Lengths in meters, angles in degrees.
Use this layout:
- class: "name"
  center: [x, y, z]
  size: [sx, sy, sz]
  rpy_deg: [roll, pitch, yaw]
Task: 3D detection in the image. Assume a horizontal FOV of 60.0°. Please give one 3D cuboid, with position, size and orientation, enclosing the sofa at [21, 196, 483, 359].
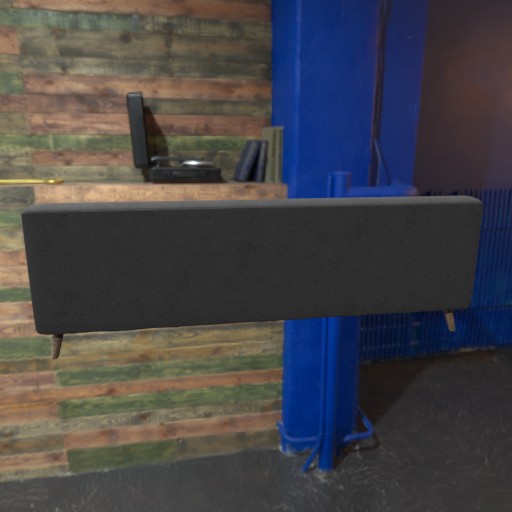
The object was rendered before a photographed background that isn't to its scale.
- class: "sofa"
  center: [0.000, 0.000, 2.561]
  size: [2.190, 0.740, 0.900]
  rpy_deg: [-2, 14, -9]
